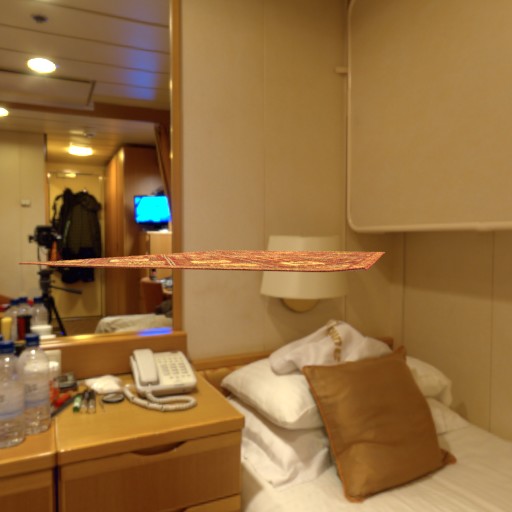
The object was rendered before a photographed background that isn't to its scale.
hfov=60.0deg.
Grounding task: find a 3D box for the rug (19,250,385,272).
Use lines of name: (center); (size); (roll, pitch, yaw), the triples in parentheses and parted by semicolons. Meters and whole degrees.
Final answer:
rug: (0.000, 0.000, 2.840); (1.521, 0.026, 2.286); (1, 2, 18)
